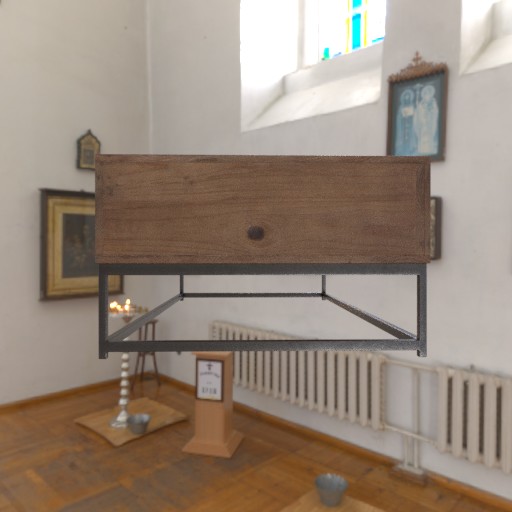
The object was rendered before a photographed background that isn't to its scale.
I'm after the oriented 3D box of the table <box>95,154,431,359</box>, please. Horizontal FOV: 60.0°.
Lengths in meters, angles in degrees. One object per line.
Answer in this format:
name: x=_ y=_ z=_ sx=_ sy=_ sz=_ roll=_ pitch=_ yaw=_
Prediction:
table: x=0.000 y=0.000 z=1.408 sx=0.655 sy=0.395 sz=1.101 roll=0 pitch=0 yaw=-2
